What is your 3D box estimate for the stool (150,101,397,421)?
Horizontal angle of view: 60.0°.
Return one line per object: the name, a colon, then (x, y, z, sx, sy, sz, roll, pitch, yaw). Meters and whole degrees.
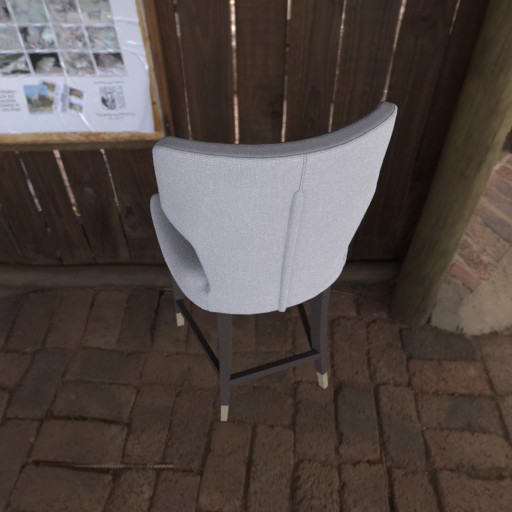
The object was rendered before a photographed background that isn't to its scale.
stool: (0.000, 0.000, 1.311, 0.527, 0.982, 0.563, -13, 43, -15)
